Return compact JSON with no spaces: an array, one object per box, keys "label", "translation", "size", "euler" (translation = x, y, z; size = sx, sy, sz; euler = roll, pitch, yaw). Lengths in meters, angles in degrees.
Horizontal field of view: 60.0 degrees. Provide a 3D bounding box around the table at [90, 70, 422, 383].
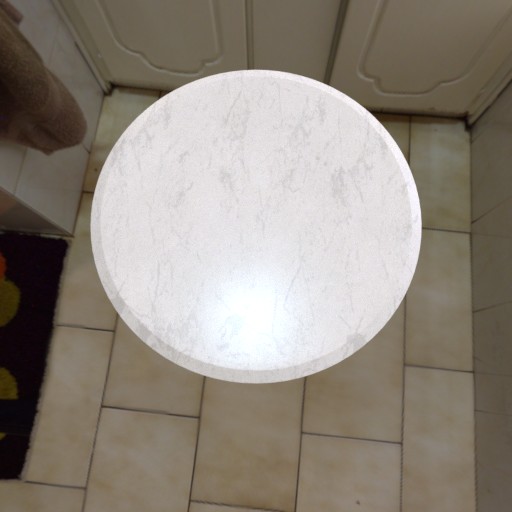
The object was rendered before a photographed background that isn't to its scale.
[{"label":"table","translation":[0.000,0.000,0.757],"size":[0.407,0.447,0.407],"euler":[0,76,0]}]
